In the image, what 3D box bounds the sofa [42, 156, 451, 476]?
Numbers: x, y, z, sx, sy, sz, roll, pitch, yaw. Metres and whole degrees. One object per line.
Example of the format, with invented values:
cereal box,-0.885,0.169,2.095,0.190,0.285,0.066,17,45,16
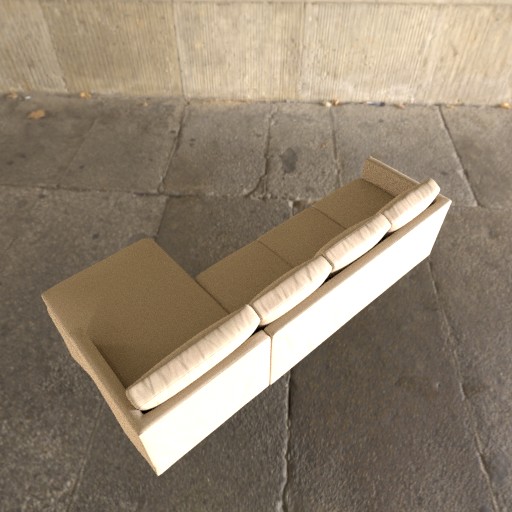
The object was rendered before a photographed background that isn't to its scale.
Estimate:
sofa,0.000,0.000,3.789,3.206,0.871,1.622,-32,55,-27
